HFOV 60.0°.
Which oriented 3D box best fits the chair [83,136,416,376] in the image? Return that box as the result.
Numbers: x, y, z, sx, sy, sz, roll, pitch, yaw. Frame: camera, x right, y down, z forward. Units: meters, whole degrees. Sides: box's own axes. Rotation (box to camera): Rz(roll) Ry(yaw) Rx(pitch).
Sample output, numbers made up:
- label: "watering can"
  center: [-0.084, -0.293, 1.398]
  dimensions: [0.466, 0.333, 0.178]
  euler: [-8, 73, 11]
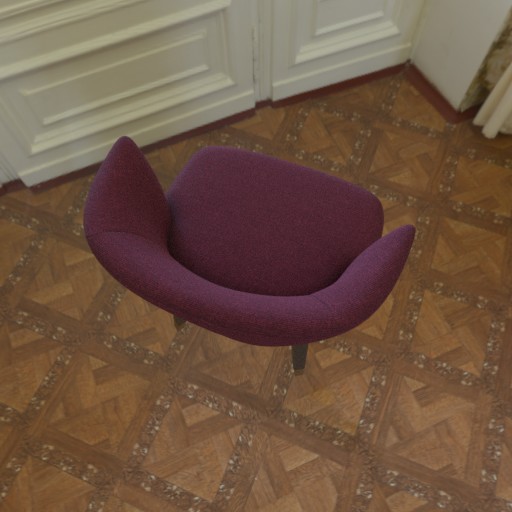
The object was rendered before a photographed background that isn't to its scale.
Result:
- label: "chair"
  center: [0.000, 0.000, 1.260]
  dimensions: [0.700, 0.760, 0.660]
  euler: [19, 65, 9]
